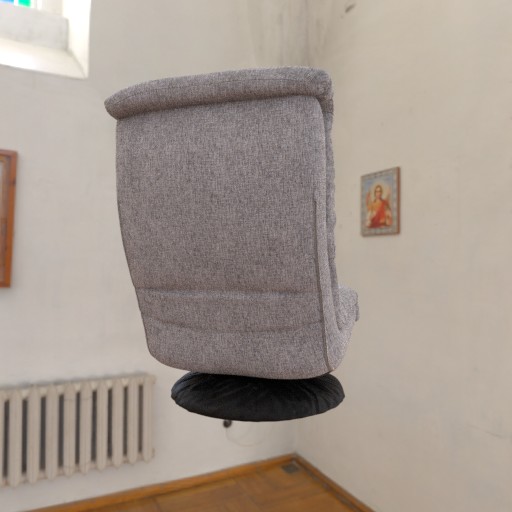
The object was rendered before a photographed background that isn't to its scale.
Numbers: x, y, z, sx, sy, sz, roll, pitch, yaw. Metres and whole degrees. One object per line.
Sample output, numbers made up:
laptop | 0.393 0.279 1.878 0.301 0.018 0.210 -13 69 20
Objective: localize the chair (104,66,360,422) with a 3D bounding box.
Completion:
chair | 0.000 0.000 0.966 0.400 0.600 0.583 0 -1 18
